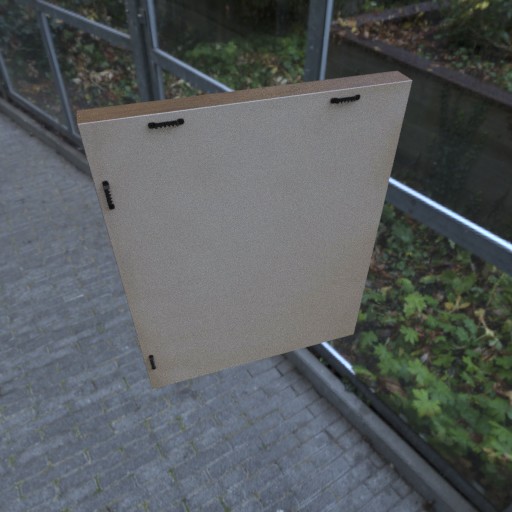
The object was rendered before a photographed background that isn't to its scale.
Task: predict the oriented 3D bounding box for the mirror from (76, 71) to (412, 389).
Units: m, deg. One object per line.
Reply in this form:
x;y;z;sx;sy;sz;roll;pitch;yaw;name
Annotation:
0.000;0.000;0.691;0.405;0.508;0.041;-12;43;-13;mirror
